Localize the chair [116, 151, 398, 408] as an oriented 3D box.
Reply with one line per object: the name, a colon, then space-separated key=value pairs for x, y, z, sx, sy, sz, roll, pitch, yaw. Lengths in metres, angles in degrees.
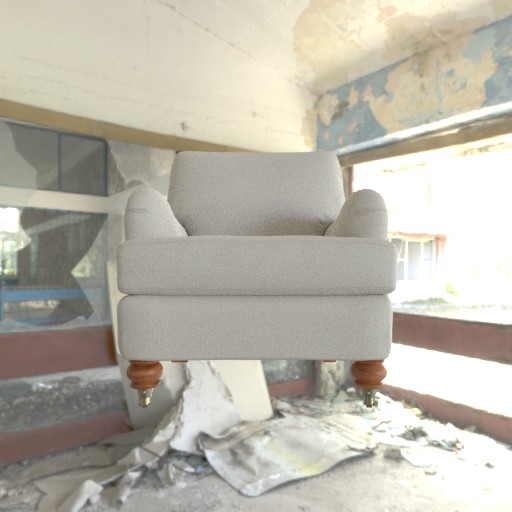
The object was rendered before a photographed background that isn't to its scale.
chair: x=0.000 y=0.000 z=1.903 sx=0.955 sy=1.038 sz=1.070 roll=0 pitch=-1 yaw=0
